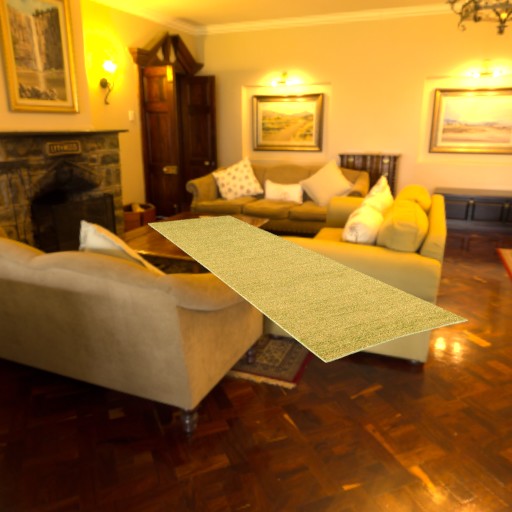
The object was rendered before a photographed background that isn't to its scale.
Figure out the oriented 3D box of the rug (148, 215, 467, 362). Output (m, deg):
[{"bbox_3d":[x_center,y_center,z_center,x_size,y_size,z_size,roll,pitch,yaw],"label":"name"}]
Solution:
[{"bbox_3d":[0.000,0.000,2.570,0.686,0.013,2.340,-8,18,-26],"label":"rug"}]
